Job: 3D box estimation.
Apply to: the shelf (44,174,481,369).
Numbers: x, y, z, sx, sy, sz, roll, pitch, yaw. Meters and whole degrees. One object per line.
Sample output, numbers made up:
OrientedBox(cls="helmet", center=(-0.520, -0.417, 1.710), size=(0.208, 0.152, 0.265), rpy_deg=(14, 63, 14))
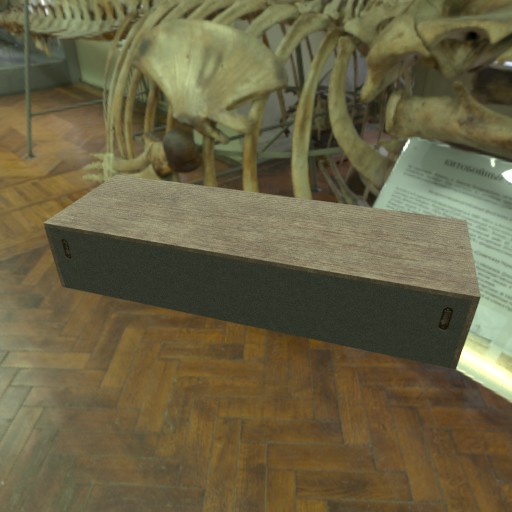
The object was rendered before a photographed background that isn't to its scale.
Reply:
OrientedBox(cls="shelf", center=(0.000, 0.000, 0.705), size=(0.610, 0.125, 0.200), rpy_deg=(10, 34, 15))
